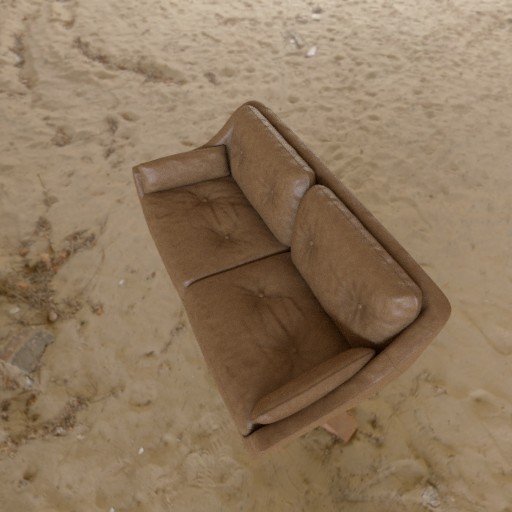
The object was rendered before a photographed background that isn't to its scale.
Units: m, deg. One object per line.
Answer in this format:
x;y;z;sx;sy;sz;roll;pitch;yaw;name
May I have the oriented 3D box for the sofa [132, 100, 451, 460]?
0.000;0.000;2.377;0.904;0.839;1.902;-19;50;-17;sofa
